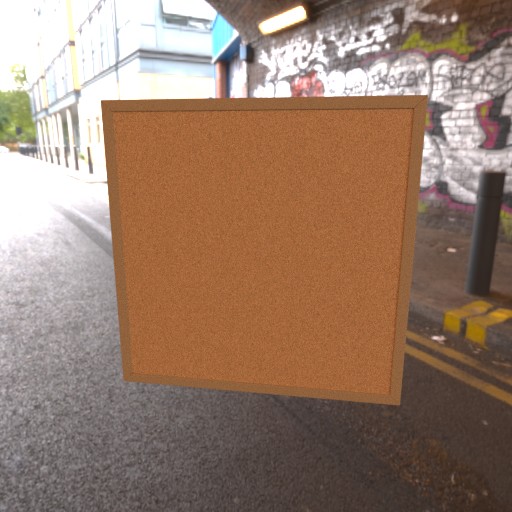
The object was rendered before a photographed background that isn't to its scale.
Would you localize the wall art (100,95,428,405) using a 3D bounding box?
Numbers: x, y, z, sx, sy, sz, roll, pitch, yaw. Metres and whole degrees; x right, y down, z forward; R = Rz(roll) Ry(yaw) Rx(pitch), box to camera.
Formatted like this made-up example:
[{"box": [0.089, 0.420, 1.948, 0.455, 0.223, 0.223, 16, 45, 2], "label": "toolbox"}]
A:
[{"box": [0.000, 0.000, 1.131, 0.761, 0.761, 0.037, 2, 15, 9], "label": "wall art"}]
